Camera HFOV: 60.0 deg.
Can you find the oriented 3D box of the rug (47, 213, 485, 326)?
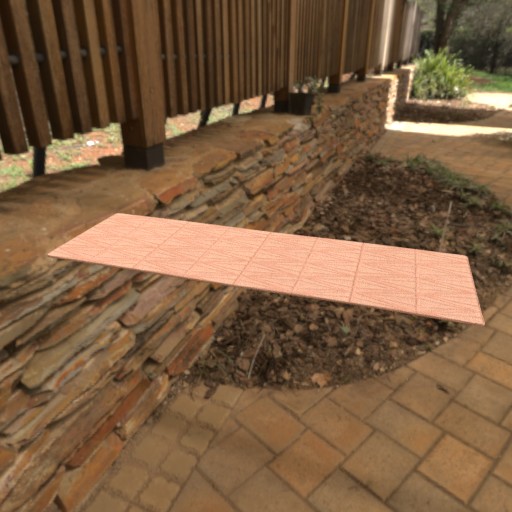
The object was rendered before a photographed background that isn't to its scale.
[{"bbox_3d":[0.000,0.000,2.675,2.435,0.015,0.760,8,27,16],"label":"rug"}]
